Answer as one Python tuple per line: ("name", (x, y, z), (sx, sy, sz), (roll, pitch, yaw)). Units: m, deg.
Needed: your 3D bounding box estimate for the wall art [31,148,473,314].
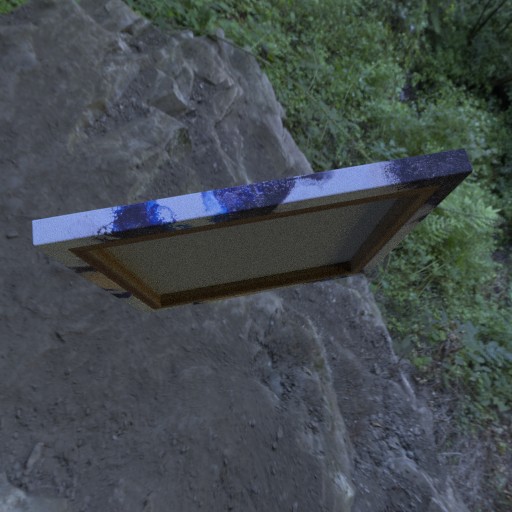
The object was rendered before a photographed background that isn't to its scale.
("wall art", (0.000, 0.000, 0.897), (0.609, 0.609, 0.039), (-10, 74, -3))
